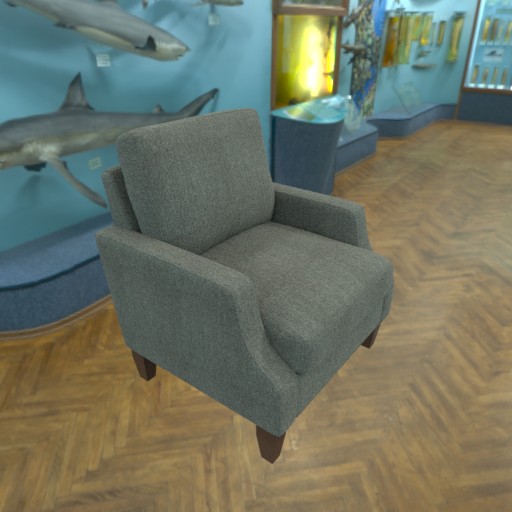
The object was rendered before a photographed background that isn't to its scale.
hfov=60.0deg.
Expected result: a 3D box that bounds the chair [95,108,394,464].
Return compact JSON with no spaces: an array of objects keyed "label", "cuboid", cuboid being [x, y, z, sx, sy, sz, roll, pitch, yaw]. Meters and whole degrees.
[{"label":"chair","cuboid":[0.000,0.000,1.713,0.897,0.993,0.855,20,33,33]}]
